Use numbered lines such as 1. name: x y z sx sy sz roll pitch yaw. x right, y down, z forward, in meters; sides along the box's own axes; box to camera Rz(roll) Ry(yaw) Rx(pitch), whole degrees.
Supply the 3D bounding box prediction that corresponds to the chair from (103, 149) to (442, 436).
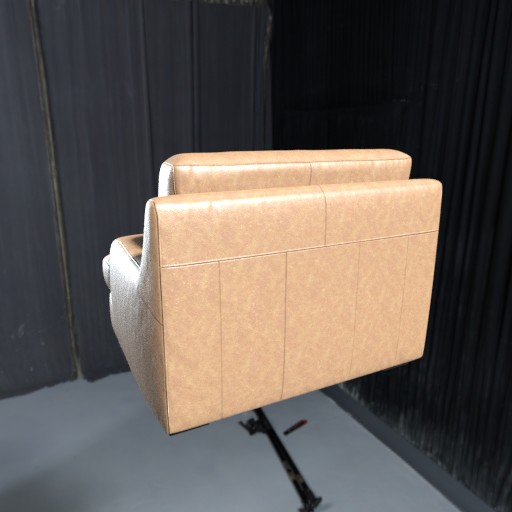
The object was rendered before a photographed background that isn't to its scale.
1. chair: 0.000 0.000 2.053 1.276 0.978 1.050 -8 18 -26
